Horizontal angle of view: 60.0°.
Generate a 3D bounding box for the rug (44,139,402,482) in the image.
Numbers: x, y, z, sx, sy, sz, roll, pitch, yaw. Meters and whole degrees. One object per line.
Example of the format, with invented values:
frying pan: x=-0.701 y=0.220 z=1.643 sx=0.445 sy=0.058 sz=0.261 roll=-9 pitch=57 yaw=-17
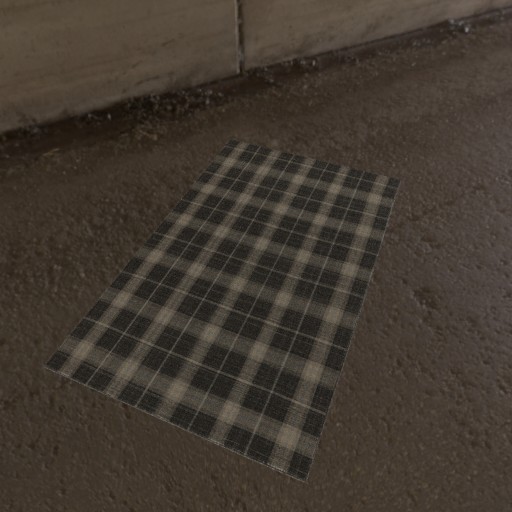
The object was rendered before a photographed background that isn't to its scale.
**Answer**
rug: x=0.000 y=0.000 z=2.988 sx=1.520 sy=0.015 sz=2.434 roll=17 pitch=50 yaw=15
